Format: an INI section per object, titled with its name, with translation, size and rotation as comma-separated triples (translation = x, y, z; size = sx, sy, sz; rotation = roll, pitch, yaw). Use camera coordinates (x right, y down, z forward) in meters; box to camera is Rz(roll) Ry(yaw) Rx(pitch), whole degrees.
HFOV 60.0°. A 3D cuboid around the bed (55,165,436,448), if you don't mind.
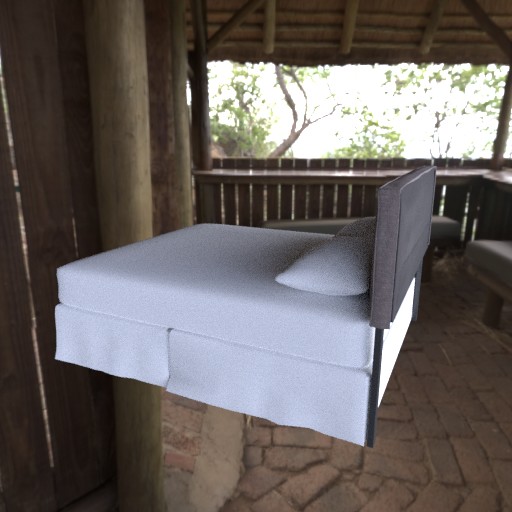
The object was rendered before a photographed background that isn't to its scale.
[bed]
translation = 0.000, 0.000, 2.762
size = 1.894, 1.089, 1.610
rotation = 7, 16, 25
